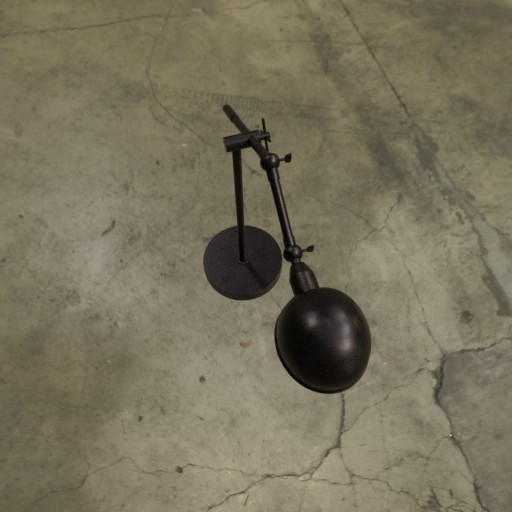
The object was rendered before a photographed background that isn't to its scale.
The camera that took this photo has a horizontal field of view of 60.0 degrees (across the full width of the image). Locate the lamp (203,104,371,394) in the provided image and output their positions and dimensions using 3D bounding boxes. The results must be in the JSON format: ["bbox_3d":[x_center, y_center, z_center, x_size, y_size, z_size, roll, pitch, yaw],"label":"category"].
[{"bbox_3d":[0.000,0.000,0.794,0.185,0.495,0.567,-15,63,-7],"label":"lamp"}]
